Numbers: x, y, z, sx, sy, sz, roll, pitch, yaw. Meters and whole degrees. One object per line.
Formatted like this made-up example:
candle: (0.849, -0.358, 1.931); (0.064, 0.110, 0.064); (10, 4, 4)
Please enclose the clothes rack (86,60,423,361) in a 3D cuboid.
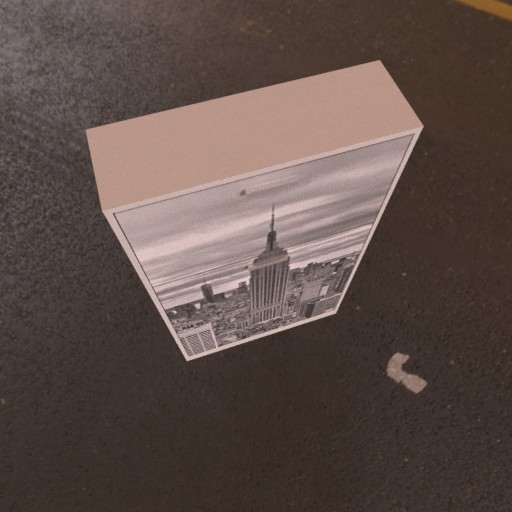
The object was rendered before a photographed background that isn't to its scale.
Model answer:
clothes rack: (0.000, 0.000, 1.597); (0.750, 1.280, 0.250); (-16, 64, -8)
